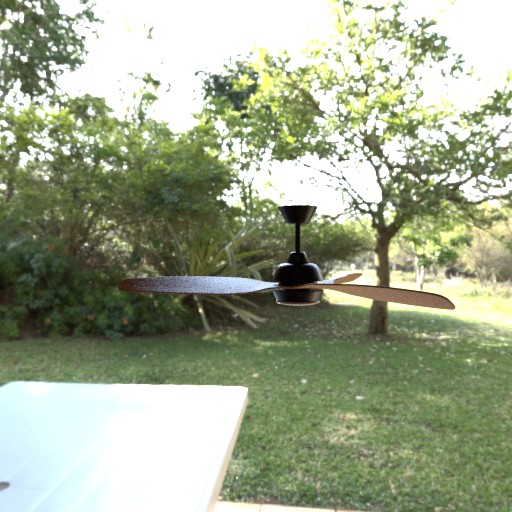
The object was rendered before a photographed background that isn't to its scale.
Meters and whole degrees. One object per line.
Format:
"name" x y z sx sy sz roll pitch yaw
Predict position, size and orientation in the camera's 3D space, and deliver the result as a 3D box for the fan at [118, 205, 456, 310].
"fan" 0.000 0.000 1.603 1.010 0.355 1.142 0 0 1
